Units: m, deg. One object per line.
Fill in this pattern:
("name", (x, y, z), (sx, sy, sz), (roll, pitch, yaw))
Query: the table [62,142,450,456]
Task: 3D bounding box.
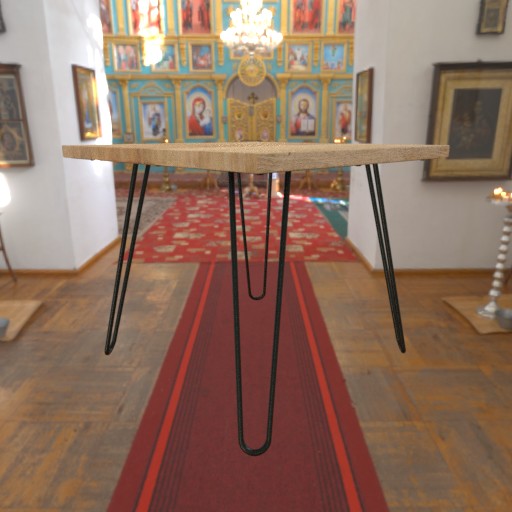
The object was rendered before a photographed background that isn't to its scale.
("table", (0.000, 0.000, 1.031), (0.599, 0.500, 0.599), (15, 21, 43))
